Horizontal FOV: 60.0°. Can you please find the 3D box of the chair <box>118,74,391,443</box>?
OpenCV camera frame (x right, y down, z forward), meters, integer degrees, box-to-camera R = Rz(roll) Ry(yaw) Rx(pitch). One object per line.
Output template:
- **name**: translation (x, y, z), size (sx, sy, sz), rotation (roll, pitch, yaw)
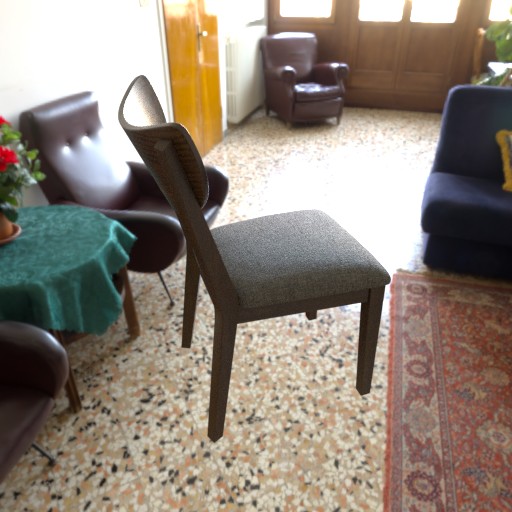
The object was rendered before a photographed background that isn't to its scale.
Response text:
- **chair**: translation (0.000, 0.000, 1.169), size (0.583, 0.849, 0.491), rotation (-10, 33, -16)
